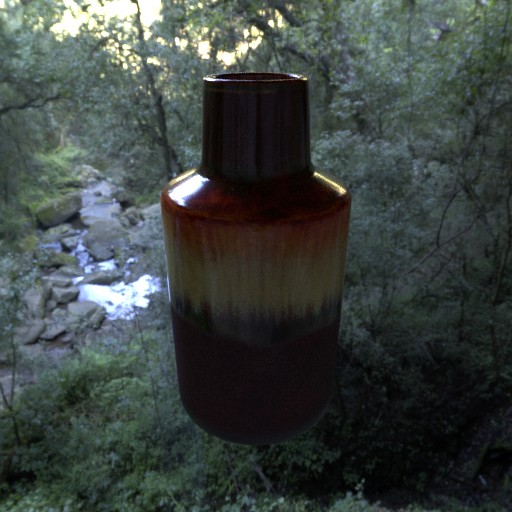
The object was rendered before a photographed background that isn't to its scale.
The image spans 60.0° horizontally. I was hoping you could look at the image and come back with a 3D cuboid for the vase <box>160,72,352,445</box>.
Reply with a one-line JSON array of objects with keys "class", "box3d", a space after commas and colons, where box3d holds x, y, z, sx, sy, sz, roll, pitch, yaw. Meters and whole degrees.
[{"class": "vase", "box3d": [0.000, 0.000, 0.270, 0.108, 0.204, 0.108, 0, 27, 0]}]
